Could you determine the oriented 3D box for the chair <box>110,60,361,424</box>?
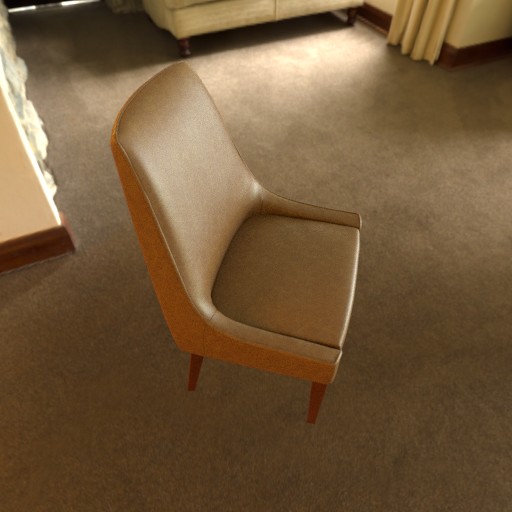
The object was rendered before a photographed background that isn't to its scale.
[{"bbox_3d":[0.000,0.000,1.186,0.544,0.861,0.529,11,48,10],"label":"chair"}]
